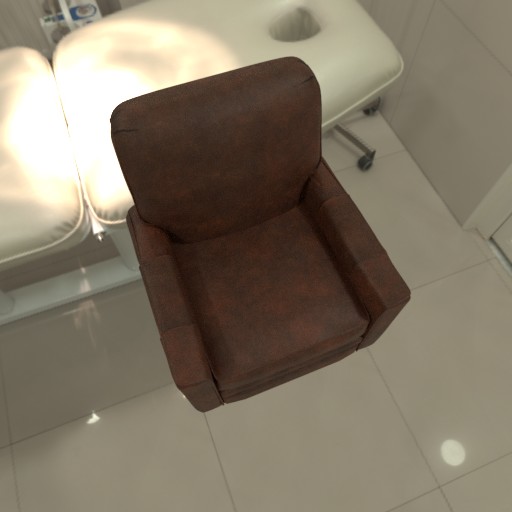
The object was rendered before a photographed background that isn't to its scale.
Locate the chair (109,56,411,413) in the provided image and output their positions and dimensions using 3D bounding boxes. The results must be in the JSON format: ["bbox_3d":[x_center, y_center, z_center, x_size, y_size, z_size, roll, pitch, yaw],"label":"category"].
[{"bbox_3d":[0.000,0.000,1.685,0.843,1.043,0.836,-19,64,-10],"label":"chair"}]
